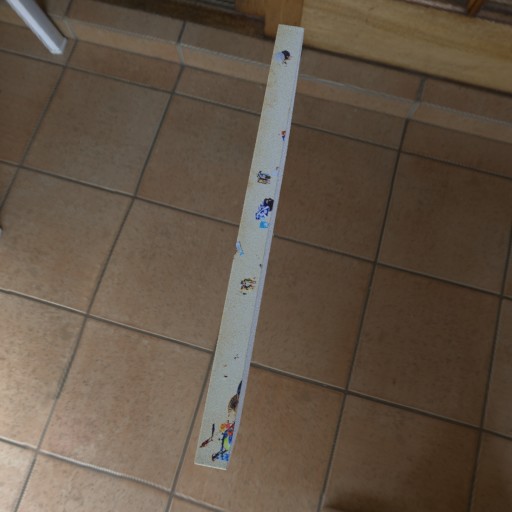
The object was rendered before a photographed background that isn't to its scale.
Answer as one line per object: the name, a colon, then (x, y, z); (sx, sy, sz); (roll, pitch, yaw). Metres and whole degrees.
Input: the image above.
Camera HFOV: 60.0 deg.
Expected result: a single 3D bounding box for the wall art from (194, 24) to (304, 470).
wall art: (0.000, 0.000, 1.141); (0.057, 0.595, 0.894); (10, 76, 2)
